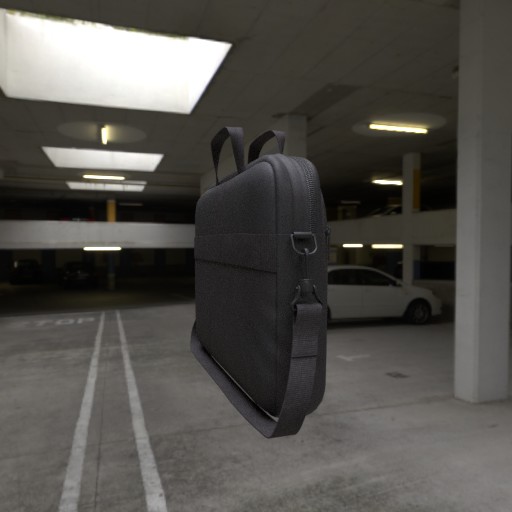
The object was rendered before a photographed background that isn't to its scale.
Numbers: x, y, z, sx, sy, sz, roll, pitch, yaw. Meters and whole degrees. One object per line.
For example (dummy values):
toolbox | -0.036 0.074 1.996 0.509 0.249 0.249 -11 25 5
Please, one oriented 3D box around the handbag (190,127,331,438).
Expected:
handbag | 0.000 0.000 0.442 0.089 0.244 0.320 -1 2 -19
